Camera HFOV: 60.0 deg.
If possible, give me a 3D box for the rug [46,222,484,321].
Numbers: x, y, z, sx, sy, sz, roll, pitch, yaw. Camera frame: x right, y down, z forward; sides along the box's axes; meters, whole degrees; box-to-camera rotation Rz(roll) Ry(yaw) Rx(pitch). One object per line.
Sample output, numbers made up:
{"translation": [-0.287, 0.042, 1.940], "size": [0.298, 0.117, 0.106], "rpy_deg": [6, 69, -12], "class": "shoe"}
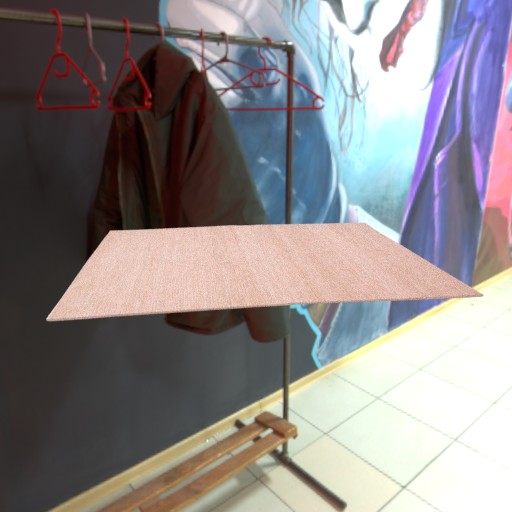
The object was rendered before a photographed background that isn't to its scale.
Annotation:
{"translation": [0.000, 0.000, 4.338], "size": [3.202, 0.045, 2.434], "rpy_deg": [-2, 18, -7], "class": "rug"}
